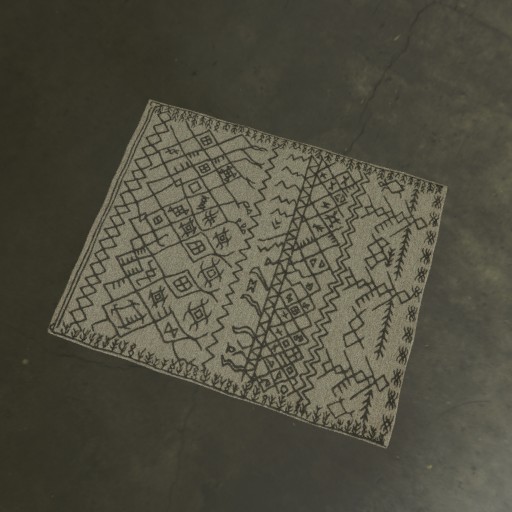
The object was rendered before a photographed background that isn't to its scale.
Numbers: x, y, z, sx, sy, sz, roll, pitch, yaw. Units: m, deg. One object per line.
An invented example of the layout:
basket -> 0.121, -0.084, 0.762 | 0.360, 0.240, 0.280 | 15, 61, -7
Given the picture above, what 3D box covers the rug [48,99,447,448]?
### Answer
rug -> 0.000, 0.000, 3.229 | 2.455, 0.025, 1.964 | 17, 76, 4
